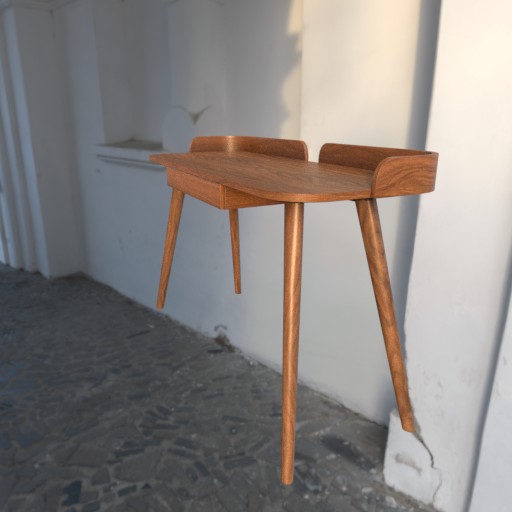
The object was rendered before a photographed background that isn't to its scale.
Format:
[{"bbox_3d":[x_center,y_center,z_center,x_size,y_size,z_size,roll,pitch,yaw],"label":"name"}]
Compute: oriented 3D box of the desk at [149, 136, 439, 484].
[{"bbox_3d":[0.000,0.000,1.623,0.486,0.800,1.256,-9,19,-26],"label":"desk"}]
